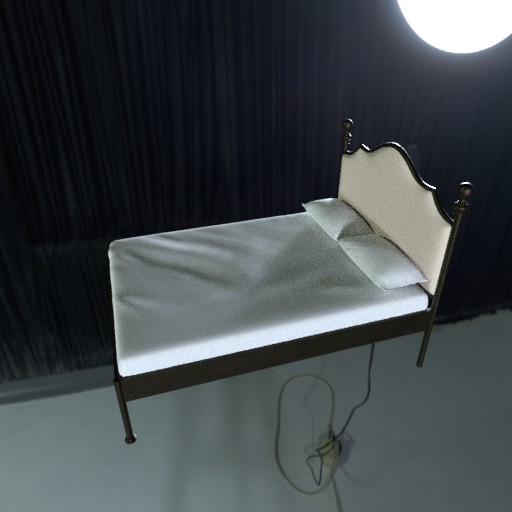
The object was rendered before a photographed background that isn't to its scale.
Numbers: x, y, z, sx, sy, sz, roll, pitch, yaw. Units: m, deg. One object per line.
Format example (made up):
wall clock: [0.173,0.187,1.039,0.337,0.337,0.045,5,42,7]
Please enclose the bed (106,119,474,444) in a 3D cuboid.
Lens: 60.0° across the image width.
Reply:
bed: [0.000,0.000,3.238,2.170,1.462,1.533,-10,33,-15]
